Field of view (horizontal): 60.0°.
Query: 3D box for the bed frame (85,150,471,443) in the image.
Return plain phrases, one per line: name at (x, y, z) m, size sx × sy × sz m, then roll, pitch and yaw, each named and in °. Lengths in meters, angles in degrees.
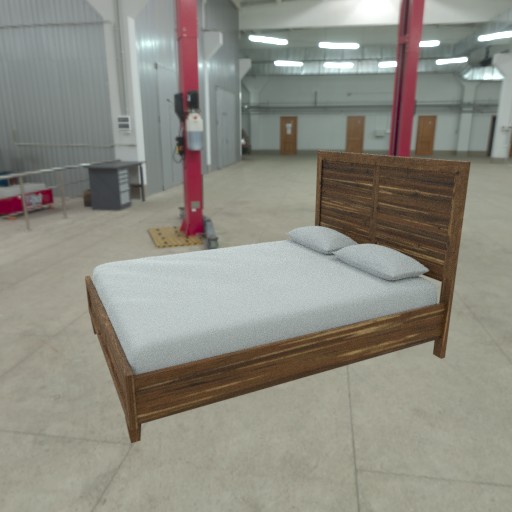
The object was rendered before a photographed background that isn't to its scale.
bed frame at (0.000, 0.000, 3.312) m, size 2.276 × 1.417 × 1.696 m, roll -8°, pitch 18°, yaw -25°
